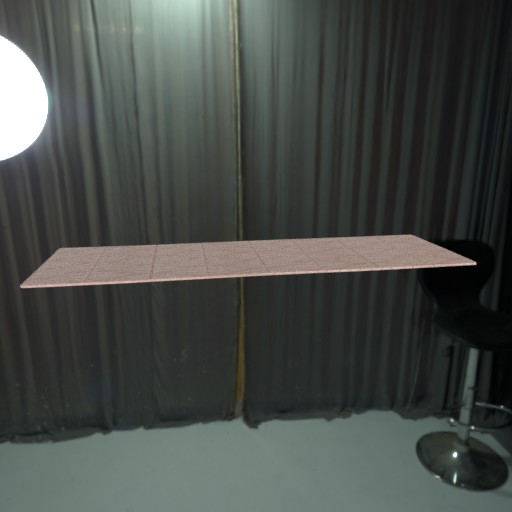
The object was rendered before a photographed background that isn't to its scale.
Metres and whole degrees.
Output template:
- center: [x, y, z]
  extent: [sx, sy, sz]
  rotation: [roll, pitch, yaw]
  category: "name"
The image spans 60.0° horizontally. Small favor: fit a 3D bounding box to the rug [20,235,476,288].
- center: [0.000, 0.000, 2.675]
  extent: [2.435, 0.015, 0.760]
  rotation: [-3, 15, -9]
  category: "rug"
